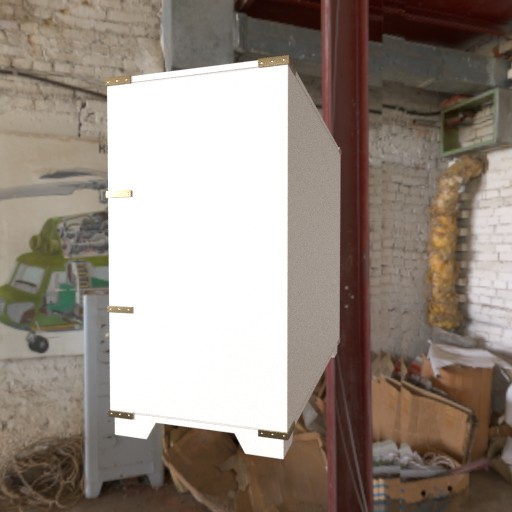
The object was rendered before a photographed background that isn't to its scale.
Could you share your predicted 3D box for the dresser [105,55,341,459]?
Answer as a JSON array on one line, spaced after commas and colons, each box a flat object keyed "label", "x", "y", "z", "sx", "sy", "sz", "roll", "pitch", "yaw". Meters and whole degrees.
[{"label": "dresser", "x": 0.000, "y": 0.000, "z": 1.514, "sx": 0.460, "sy": 0.891, "sz": 1.022, "roll": 0, "pitch": 2, "yaw": 17}]
